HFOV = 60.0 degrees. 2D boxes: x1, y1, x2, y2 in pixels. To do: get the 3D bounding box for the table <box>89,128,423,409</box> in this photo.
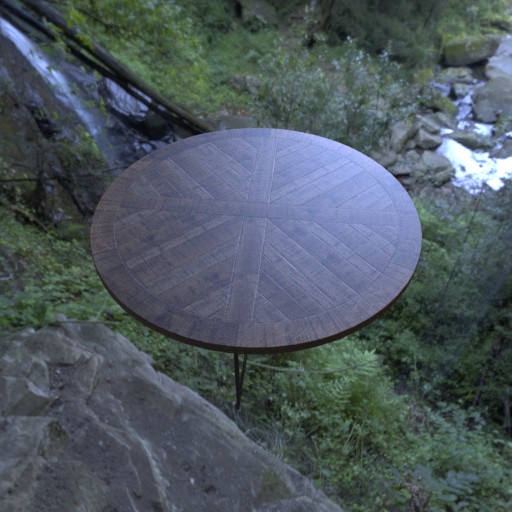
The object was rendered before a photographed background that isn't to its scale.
[{"bbox_3d":[0.000,0.000,1.920,1.264,0.516,1.264,0,45,0],"label":"table"}]
